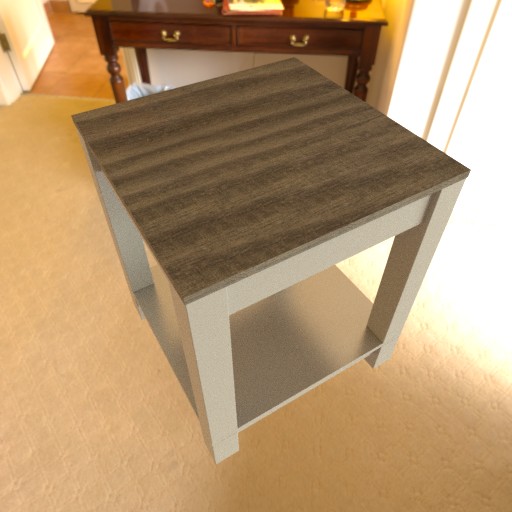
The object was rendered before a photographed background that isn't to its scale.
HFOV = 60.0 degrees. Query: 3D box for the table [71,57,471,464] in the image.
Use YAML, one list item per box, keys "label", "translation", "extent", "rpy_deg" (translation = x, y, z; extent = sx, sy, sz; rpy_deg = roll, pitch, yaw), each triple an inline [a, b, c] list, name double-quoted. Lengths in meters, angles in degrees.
- label: "table"
  translation: [0.000, 0.000, 0.986]
  extent: [0.506, 0.587, 0.504]
  rpy_deg: [-24, 51, -21]
